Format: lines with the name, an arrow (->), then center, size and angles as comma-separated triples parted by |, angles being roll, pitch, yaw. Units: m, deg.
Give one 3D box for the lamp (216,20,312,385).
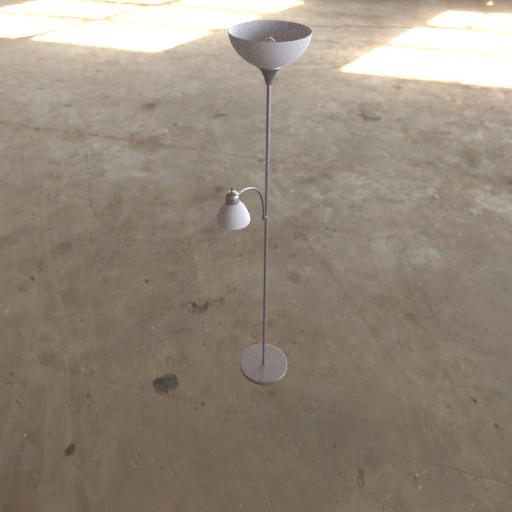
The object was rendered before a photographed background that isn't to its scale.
lamp -> 0.000, 0.000, 1.965 | 0.279, 1.804, 0.425 | 25, 47, 26
